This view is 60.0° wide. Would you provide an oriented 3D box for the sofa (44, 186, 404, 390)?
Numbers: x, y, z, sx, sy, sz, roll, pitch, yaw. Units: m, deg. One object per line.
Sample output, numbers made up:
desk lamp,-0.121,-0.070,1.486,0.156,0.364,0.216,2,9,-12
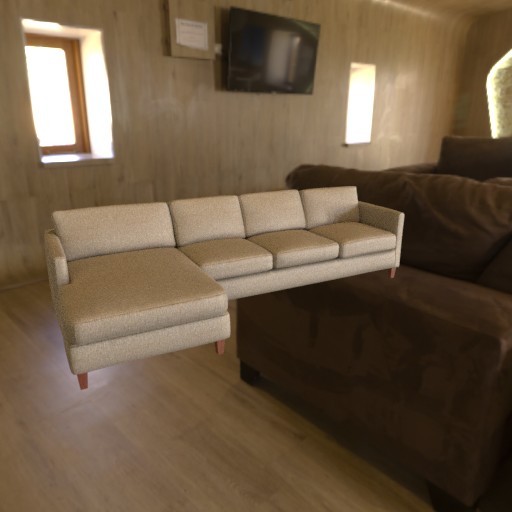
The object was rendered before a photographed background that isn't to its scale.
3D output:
sofa,0.000,0.000,3.783,3.201,0.876,1.502,-9,20,-26
